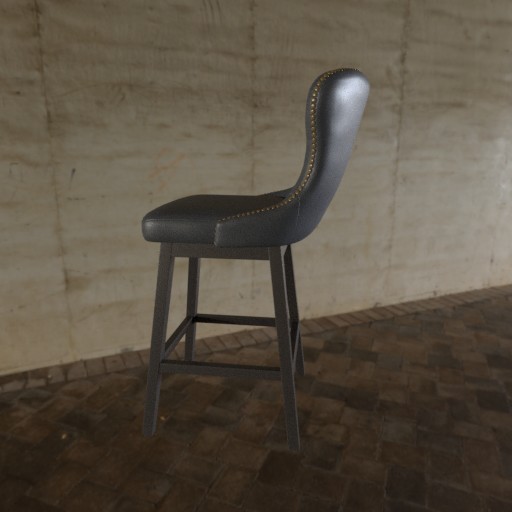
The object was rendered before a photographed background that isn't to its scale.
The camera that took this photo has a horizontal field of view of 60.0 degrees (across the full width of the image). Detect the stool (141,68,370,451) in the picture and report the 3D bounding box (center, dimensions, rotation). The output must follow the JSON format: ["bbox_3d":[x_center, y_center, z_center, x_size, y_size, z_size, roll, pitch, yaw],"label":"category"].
[{"bbox_3d":[0.000,0.000,1.305,0.593,0.971,0.528,2,14,8],"label":"stool"}]
